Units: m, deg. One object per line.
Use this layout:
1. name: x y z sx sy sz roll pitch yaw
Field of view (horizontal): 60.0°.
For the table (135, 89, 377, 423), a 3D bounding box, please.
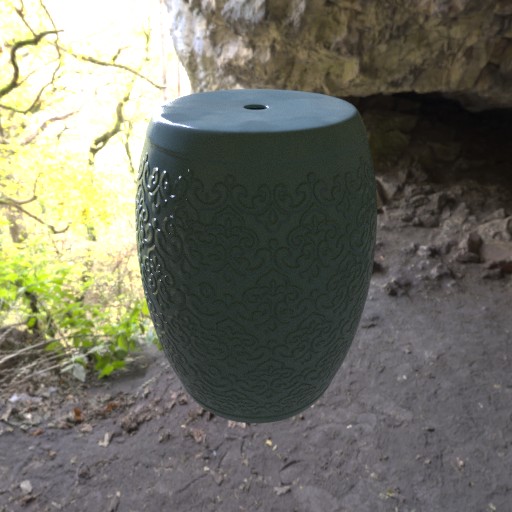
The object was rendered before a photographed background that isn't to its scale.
1. table: 0.000 0.000 0.604 0.309 0.397 0.309 0 30 0
